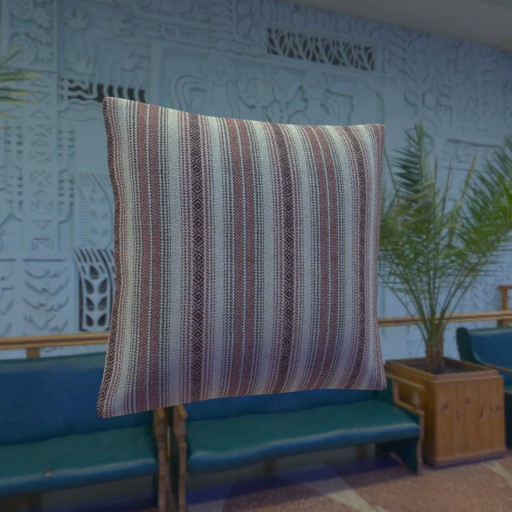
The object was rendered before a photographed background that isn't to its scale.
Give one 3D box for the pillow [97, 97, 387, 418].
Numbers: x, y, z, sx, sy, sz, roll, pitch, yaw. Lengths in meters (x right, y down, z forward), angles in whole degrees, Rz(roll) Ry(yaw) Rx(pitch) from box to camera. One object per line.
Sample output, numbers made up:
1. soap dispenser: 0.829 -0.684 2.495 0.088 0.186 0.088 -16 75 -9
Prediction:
1. pillow: 0.000 0.000 0.760 0.513 0.497 0.166 0 0 -17
